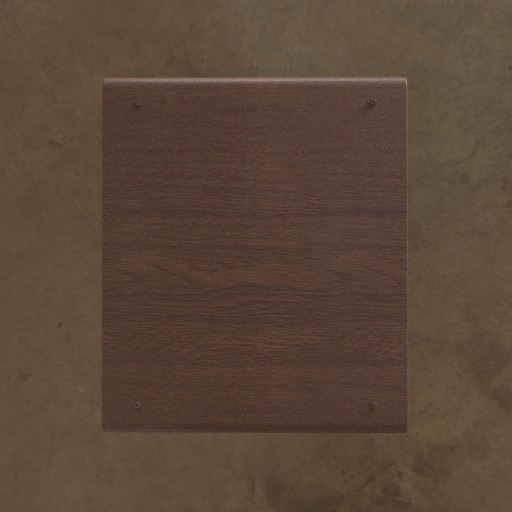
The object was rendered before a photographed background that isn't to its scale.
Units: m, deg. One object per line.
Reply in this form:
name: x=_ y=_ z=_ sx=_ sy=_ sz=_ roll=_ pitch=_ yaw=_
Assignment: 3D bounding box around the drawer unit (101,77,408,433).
drawer unit: x=0.000 y=0.000 z=0.590 sx=0.290 sy=0.344 sz=0.344 roll=0 pitch=89 yaw=1
